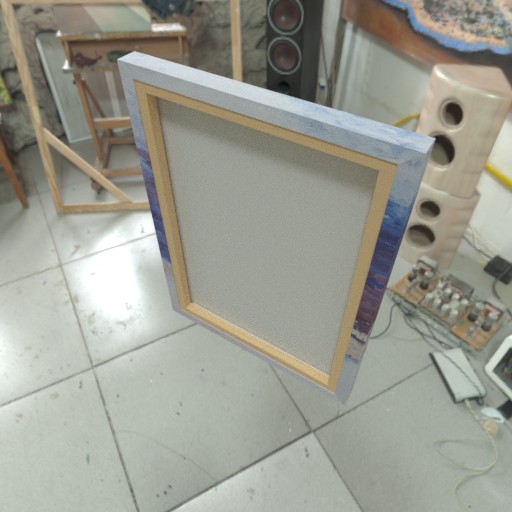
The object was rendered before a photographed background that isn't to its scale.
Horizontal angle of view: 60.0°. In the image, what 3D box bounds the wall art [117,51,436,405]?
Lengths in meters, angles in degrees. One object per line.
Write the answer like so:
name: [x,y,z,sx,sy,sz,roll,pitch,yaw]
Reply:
wall art: [0.000,0.000,0.758,0.437,0.581,0.036,25,51,22]
